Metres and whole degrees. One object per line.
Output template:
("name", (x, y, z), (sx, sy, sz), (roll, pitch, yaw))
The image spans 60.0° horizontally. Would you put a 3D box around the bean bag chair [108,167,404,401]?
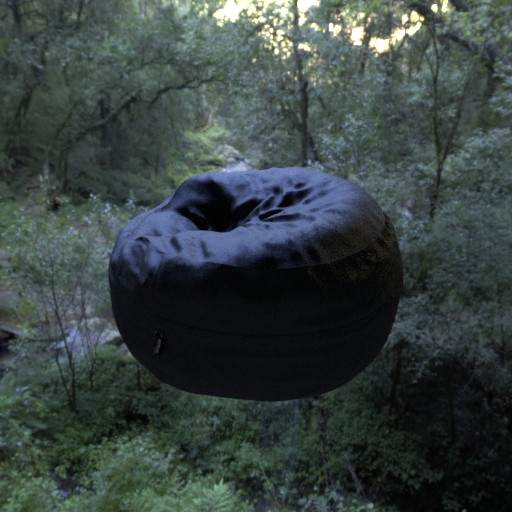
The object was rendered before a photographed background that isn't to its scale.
("bean bag chair", (0.000, 0.000, 2.383), (1.525, 0.751, 1.525), (0, 28, 0))
